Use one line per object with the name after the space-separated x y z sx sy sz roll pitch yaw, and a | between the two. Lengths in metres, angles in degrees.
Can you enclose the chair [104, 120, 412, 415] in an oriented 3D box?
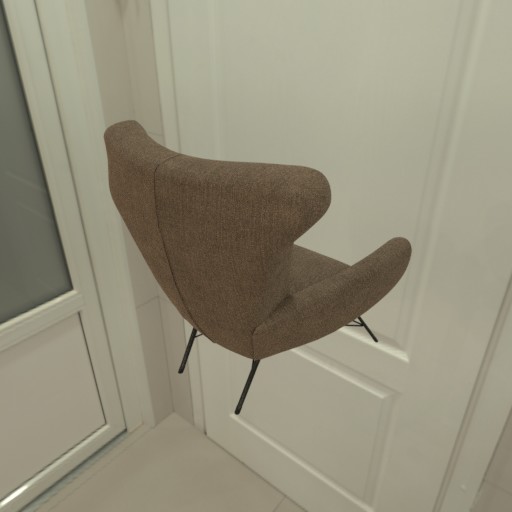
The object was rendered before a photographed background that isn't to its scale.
0.000 0.000 1.786 0.980 1.040 0.900 22 37 34 | chair
